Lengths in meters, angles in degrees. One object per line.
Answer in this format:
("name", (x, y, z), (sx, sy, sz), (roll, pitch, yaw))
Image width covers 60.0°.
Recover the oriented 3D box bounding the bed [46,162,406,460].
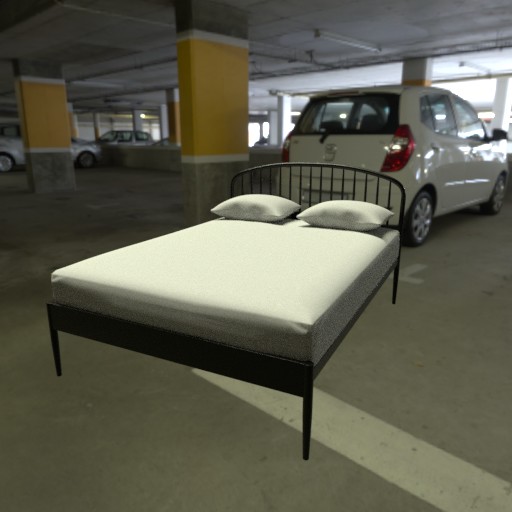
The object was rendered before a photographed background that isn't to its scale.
("bed", (0.000, 0.000, 3.076), (1.618, 1.166, 2.159), (8, 17, 26))
